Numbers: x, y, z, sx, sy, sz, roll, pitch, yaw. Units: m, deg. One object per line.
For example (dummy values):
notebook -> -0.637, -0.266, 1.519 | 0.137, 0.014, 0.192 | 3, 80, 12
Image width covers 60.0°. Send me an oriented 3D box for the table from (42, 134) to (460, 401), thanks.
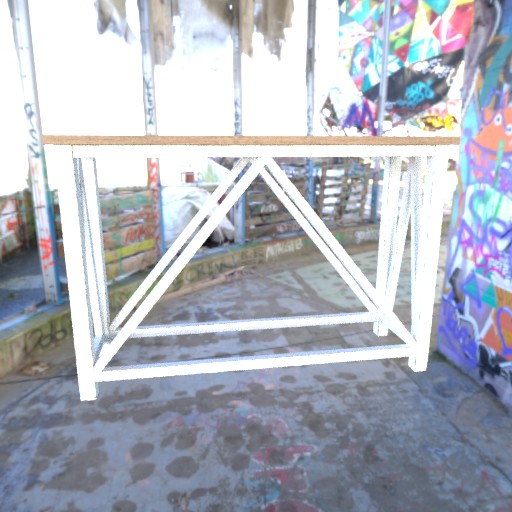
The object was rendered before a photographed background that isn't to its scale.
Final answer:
table -> 0.000, 0.000, 1.791 | 1.400, 0.930, 0.450 | -2, 14, -9
